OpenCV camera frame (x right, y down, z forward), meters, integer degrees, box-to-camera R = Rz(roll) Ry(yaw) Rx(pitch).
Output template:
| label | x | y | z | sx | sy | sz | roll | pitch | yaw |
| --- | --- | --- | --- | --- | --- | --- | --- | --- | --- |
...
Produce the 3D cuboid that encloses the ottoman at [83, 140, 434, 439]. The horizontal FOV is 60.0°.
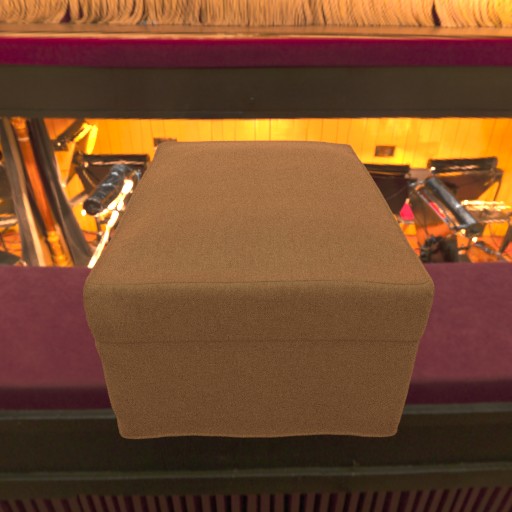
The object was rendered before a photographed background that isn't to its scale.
| label | x | y | z | sx | sy | sz | roll | pitch | yaw |
| --- | --- | --- | --- | --- | --- | --- | --- | --- | --- |
| ottoman | 0.000 | 0.000 | 1.227 | 0.650 | 0.485 | 0.833 | 0 | 32 | 0 |
